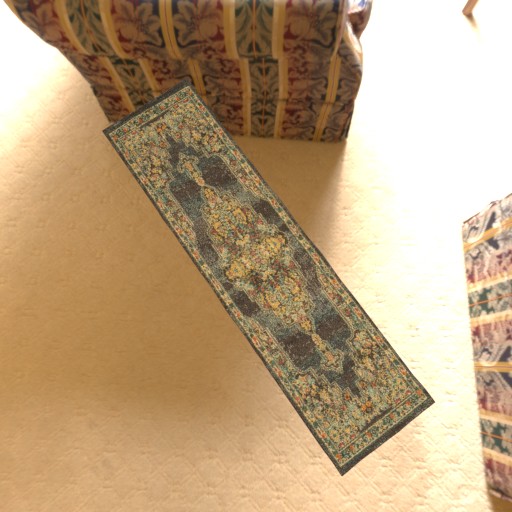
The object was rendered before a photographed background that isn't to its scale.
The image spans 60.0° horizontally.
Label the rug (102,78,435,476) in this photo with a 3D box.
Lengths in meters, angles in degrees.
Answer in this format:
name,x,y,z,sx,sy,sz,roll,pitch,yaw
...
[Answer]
name,x,y,z,sx,sy,sz,roll,pitch,yaw
rug,0.000,0.000,2.410,0.602,0.016,2.283,-35,79,-8
